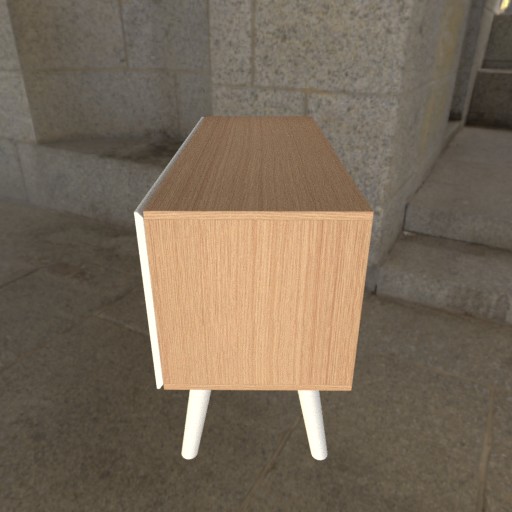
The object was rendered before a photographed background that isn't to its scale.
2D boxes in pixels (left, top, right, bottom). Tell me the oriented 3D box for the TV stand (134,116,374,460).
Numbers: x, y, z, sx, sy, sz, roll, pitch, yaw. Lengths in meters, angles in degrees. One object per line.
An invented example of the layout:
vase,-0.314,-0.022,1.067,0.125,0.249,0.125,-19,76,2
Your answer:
TV stand,0.000,0.000,1.340,0.407,0.660,0.991,0,26,0
